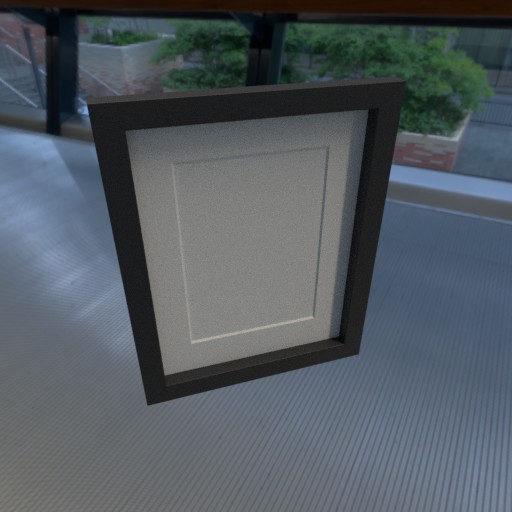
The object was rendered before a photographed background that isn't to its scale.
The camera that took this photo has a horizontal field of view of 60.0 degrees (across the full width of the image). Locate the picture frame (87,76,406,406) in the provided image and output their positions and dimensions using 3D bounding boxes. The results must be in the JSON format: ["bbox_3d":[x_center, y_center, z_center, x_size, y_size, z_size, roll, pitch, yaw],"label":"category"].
[{"bbox_3d":[0.000,0.000,0.525,0.307,0.383,0.036,-10,34,-15],"label":"picture frame"}]
